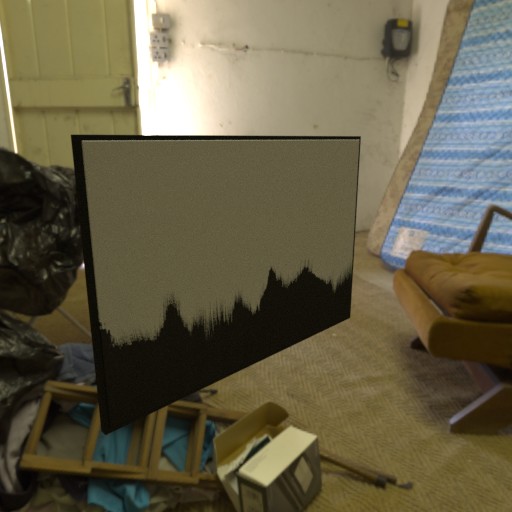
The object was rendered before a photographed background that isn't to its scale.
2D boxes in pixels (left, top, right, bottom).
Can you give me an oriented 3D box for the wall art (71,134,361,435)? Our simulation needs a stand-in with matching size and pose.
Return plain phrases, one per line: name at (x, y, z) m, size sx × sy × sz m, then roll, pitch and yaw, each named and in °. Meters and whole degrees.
wall art at (0.000, 0.000, 1.535) m, size 1.190 × 0.805 × 0.028 m, roll -14°, pitch 20°, yaw -43°
